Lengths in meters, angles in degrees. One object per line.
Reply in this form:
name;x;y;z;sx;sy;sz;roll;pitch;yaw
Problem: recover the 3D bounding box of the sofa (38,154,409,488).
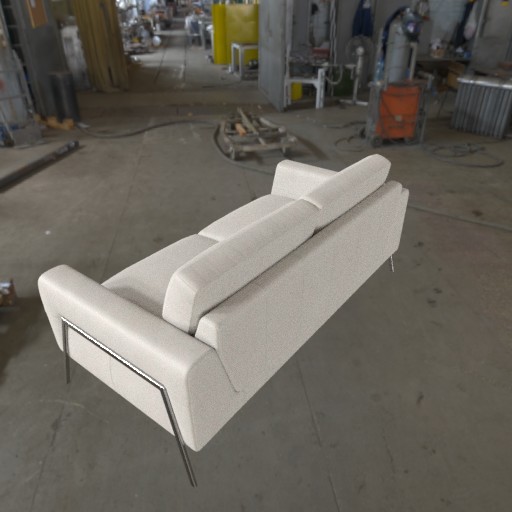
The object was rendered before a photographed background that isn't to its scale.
sofa;0.000;0.000;2.484;0.953;0.875;2.017;22;37;31
